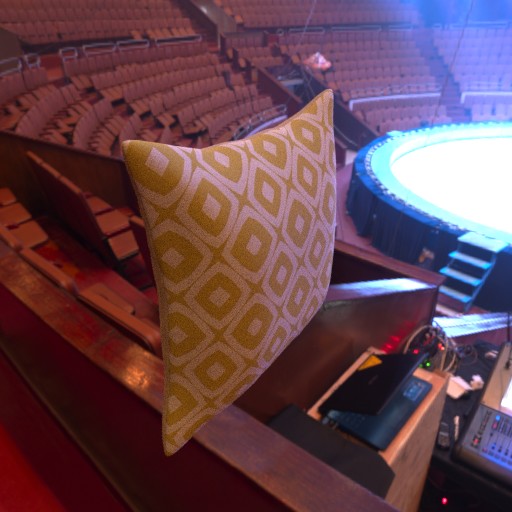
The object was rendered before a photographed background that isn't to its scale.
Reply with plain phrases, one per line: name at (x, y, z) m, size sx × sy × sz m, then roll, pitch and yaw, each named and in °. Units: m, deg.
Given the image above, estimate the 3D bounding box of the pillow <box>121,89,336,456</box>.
pillow at (0.000, 0.000, 0.766) m, size 0.188 × 0.494 × 0.504 m, roll 17°, pitch 32°, yaw 30°
